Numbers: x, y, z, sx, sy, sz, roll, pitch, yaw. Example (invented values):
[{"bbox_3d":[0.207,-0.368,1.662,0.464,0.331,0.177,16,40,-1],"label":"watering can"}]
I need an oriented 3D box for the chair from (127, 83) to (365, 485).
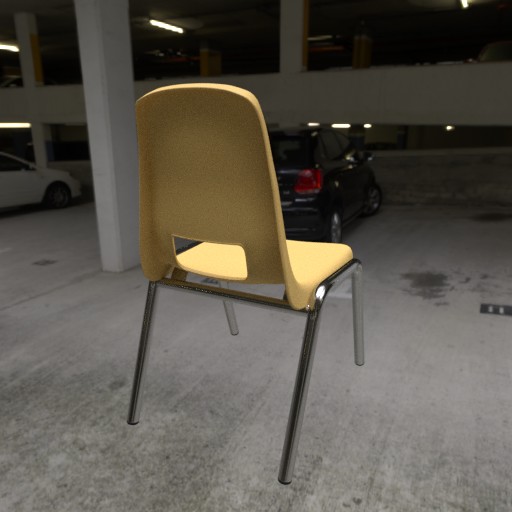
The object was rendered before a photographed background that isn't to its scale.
[{"bbox_3d":[0.000,0.000,0.842,0.354,0.586,0.423,8,19,26],"label":"chair"}]
